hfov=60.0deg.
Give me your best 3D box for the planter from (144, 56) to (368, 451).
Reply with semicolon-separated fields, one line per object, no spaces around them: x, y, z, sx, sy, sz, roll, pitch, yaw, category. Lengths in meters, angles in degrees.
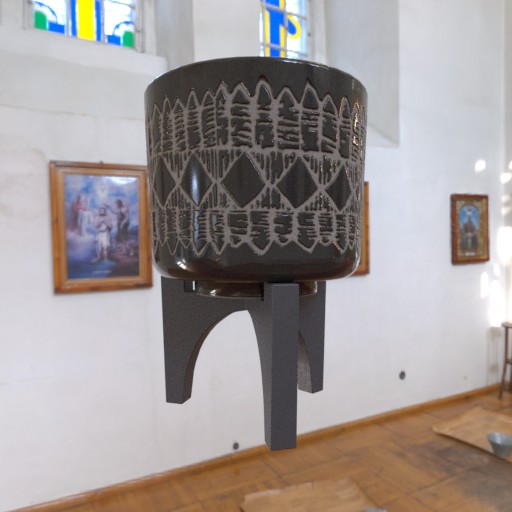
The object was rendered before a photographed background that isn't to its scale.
0.000;0.000;0.513;0.251;0.355;0.251;0;1;17;planter
